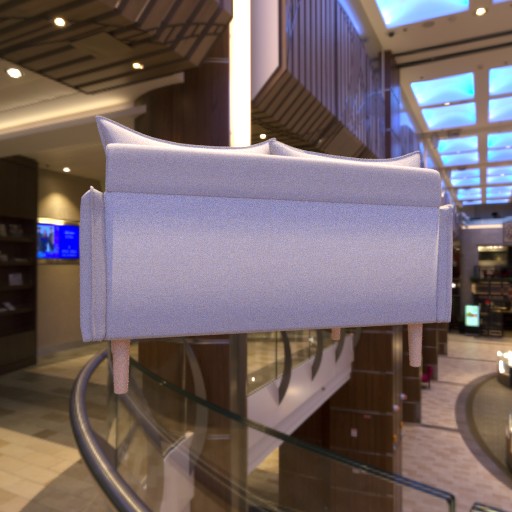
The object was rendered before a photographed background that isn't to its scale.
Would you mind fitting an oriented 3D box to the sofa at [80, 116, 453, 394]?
[{"bbox_3d":[0.000,0.000,1.809,1.300,0.840,0.820,0,-1,-19],"label":"sofa"}]
